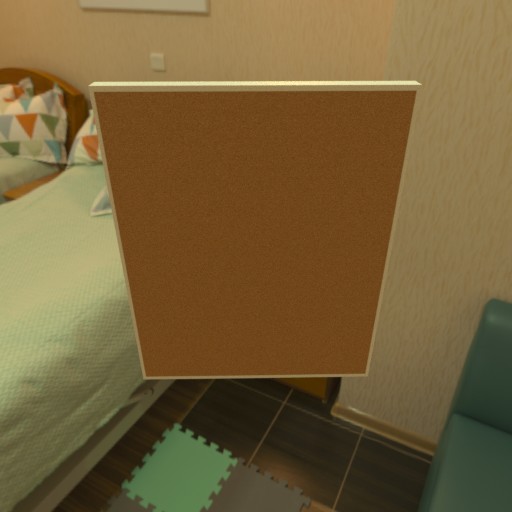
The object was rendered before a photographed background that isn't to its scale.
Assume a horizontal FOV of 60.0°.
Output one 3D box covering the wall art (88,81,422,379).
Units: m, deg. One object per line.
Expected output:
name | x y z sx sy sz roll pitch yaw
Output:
wall art | 0.000 0.000 0.743 0.443 0.549 0.030 -1 32 -1
